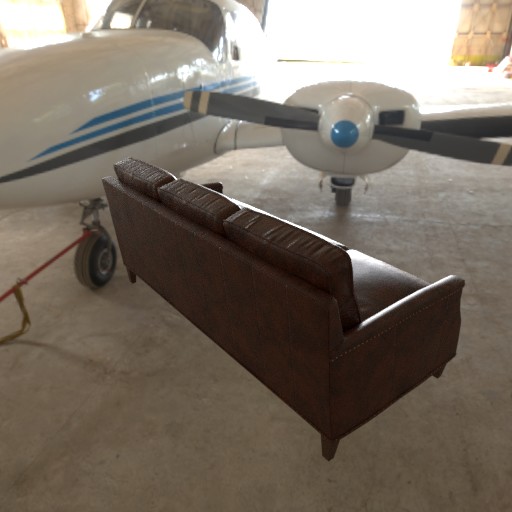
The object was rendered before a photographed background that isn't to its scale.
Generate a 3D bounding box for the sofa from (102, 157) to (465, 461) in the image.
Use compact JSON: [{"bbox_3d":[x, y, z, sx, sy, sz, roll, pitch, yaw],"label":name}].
[{"bbox_3d":[0.000,0.000,2.780,1.084,1.003,2.240,-19,31,-34],"label":"sofa"}]
